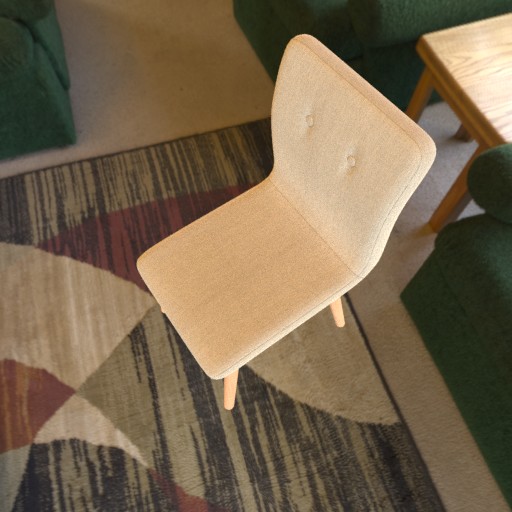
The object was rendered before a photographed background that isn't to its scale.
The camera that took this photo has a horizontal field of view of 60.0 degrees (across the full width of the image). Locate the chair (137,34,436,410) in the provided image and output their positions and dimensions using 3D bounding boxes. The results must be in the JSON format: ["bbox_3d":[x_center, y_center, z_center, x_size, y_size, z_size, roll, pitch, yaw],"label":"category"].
[{"bbox_3d":[0.000,0.000,1.177,0.550,0.885,0.435,-33,67,-15],"label":"chair"}]
